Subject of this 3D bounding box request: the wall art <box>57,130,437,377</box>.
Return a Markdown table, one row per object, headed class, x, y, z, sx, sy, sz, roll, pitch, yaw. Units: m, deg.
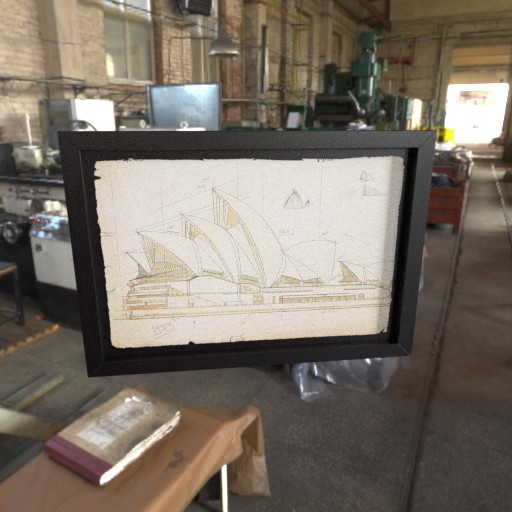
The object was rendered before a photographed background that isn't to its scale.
| class | x | y | z | sx | sy | sz | roll | pitch | yaw |
| --- | --- | --- | --- | --- | --- | --- | --- | --- | --- |
| wall art | 0.000 | 0.000 | 0.841 | 0.657 | 0.458 | 0.027 | -2 | 17 | -7 |
